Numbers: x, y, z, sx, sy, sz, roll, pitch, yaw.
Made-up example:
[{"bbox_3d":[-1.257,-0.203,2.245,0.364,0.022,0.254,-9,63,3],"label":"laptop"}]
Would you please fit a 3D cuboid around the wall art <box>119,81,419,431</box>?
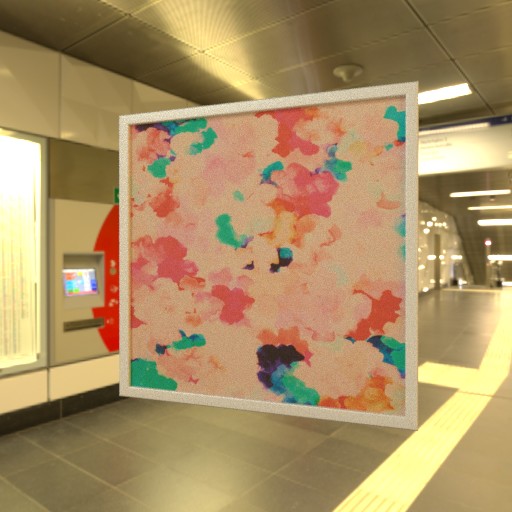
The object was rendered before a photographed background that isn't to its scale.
[{"bbox_3d":[0.000,0.000,0.737,0.506,0.505,0.038,0,0,18],"label":"wall art"}]
